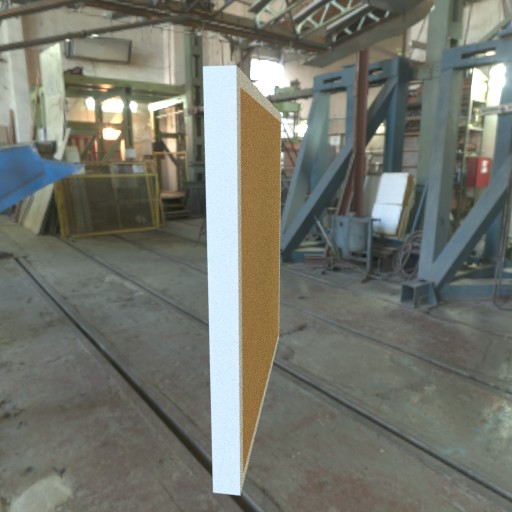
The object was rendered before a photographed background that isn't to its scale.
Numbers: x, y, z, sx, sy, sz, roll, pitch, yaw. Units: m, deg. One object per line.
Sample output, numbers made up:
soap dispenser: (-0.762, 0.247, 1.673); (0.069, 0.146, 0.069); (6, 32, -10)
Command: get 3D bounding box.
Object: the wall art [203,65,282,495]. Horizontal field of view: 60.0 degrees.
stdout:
wall art: (0.000, 0.000, 0.752); (0.035, 0.507, 0.508); (2, 12, 8)
